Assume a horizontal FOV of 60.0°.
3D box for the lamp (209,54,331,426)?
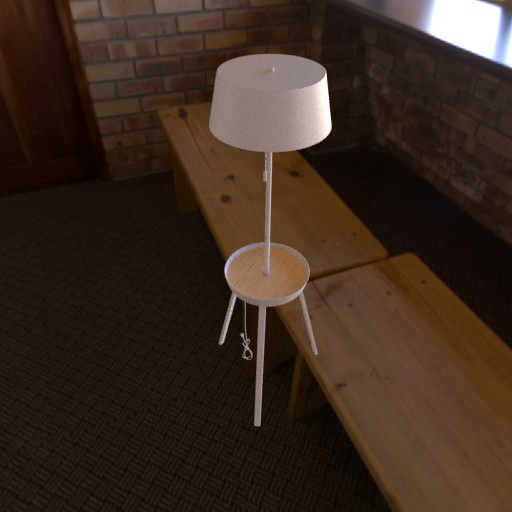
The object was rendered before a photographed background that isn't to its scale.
[{"bbox_3d":[0.000,0.000,1.710,0.468,1.429,0.508,26,47,27],"label":"lamp"}]
